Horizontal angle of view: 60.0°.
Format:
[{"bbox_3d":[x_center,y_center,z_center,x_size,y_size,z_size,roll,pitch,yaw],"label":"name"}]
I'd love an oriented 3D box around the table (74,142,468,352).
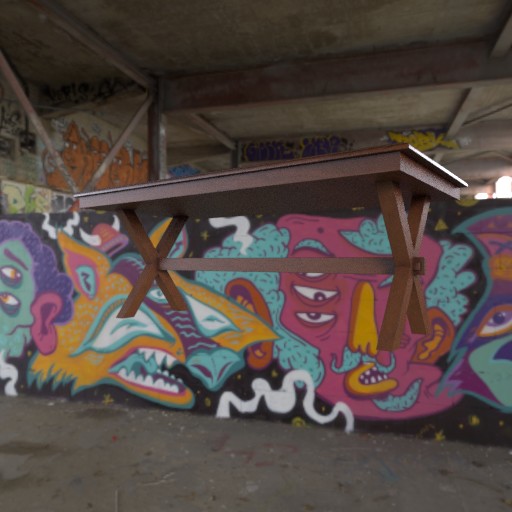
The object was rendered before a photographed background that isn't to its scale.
[{"bbox_3d":[0.000,0.000,1.489,1.197,0.459,0.594,0,-1,36],"label":"table"}]
